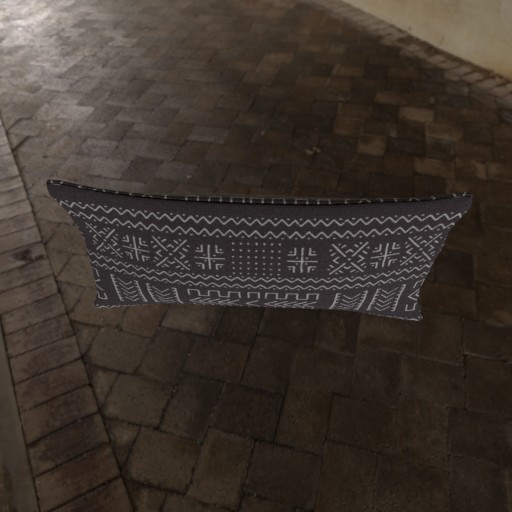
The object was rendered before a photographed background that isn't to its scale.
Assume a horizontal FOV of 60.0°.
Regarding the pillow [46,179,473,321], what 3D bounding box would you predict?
[{"bbox_3d":[0.000,0.000,0.795,0.667,0.322,0.135,2,47,2],"label":"pillow"}]
